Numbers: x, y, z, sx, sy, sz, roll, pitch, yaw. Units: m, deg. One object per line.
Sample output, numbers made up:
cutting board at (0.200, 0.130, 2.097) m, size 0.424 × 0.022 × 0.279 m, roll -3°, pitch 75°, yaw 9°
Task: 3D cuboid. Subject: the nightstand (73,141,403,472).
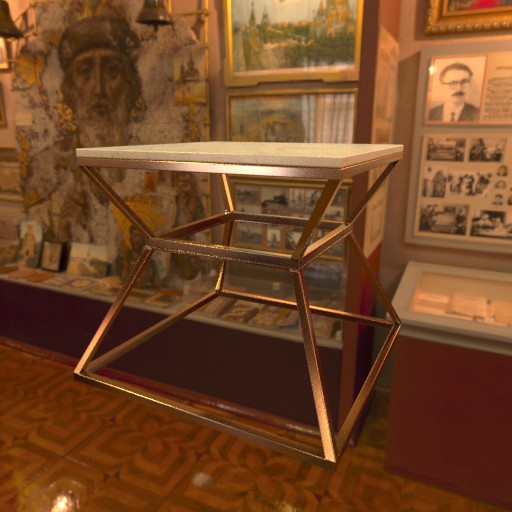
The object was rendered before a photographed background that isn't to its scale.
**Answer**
nightstand at (0.000, 0.000, 0.889) m, size 0.513 × 0.426 × 0.514 m, roll 8°, pitch 18°, yaw 26°
